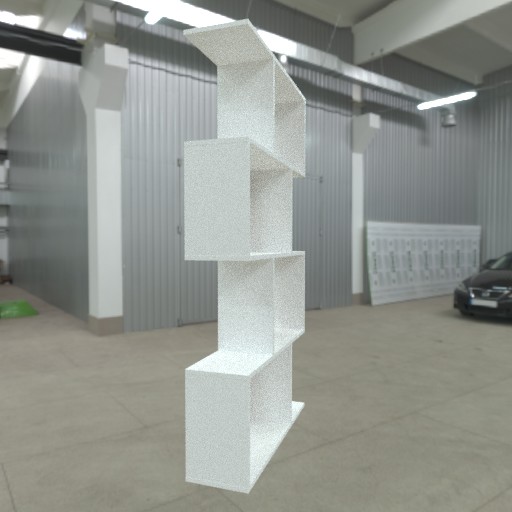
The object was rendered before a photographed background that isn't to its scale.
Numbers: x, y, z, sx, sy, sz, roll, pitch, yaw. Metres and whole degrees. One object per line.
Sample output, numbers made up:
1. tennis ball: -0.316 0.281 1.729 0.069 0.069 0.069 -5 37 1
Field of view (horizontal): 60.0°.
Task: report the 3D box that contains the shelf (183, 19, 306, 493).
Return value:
1. shelf: 0.000 0.000 2.000 0.250 1.650 0.890 1 2 19
